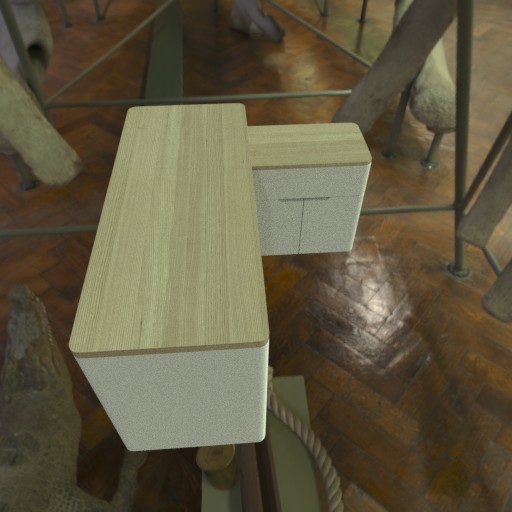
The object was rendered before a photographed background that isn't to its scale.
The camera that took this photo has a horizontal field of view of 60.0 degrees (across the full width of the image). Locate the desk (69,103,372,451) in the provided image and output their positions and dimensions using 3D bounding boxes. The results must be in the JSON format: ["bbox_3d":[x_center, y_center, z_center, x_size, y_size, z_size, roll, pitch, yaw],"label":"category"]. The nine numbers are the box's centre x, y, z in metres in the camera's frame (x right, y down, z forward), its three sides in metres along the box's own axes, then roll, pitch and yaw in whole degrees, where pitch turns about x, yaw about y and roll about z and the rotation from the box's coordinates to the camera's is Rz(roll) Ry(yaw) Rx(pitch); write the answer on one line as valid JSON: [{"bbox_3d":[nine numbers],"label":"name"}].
[{"bbox_3d":[0.000,0.000,2.038,1.175,0.770,1.400,-3,47,-3],"label":"desk"}]
